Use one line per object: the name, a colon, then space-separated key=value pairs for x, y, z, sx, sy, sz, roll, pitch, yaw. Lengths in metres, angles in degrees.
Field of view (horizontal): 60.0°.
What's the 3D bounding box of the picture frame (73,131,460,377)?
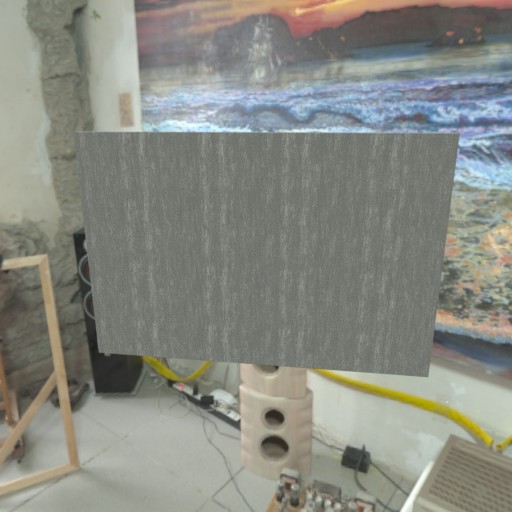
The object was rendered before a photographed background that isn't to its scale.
picture frame: x=0.000 y=0.000 z=1.190 sx=0.950 sy=0.640 sz=0.029 roll=2 pitch=17 yaw=8
